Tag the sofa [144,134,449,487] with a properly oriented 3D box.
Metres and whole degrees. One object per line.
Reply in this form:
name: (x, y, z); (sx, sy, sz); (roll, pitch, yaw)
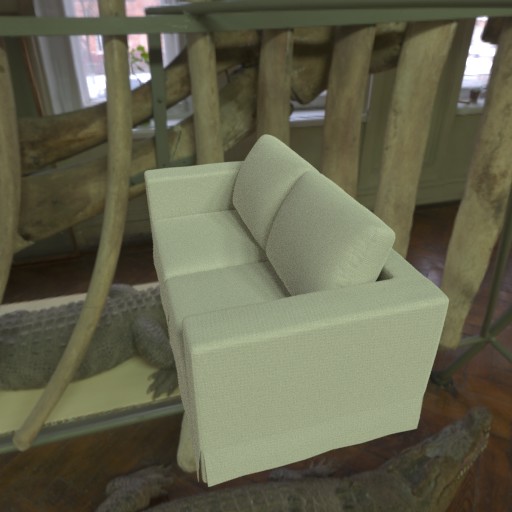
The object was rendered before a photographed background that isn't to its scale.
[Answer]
sofa: (0.000, 0.000, 2.373); (1.009, 0.932, 1.813); (-9, 31, -15)
